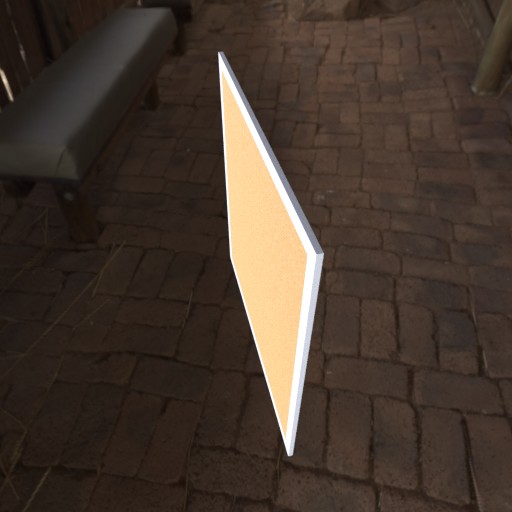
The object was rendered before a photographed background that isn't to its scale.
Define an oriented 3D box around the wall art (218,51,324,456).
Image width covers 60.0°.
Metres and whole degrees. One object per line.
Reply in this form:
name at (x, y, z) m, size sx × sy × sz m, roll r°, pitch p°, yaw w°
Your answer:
wall art at (0.000, 0.000, 0.854) m, size 0.009 × 0.559 × 0.558 m, roll -10°, pitch 46°, yaw -10°
